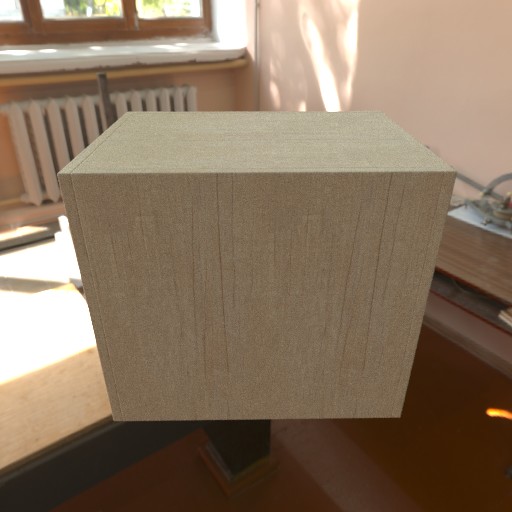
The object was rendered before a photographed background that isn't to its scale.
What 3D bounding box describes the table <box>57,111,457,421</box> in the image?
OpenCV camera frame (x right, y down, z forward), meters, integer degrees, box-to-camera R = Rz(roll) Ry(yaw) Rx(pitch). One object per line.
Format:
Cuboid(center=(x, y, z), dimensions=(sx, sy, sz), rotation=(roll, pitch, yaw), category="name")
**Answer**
Cuboid(center=(0.000, 0.000, 0.937), dimensions=(0.570, 0.510, 0.420), rotation=(0, 30, -1), category="table")
